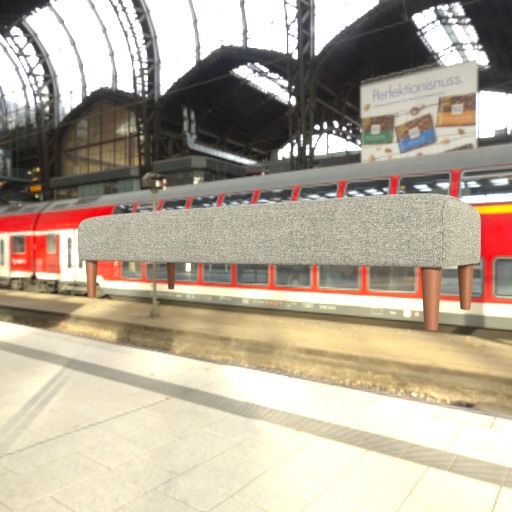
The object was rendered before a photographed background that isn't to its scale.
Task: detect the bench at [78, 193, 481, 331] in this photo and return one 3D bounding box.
[{"bbox_3d":[0.000,0.000,1.829,1.598,0.384,0.631,0,1,35],"label":"bench"}]
